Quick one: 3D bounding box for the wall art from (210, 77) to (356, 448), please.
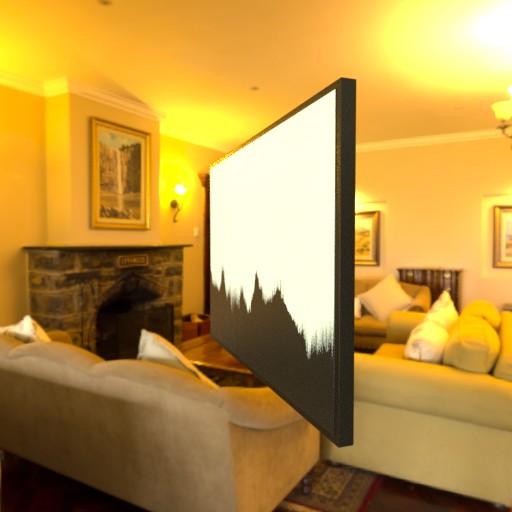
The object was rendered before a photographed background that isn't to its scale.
[{"bbox_3d":[0.000,0.000,0.845,0.022,0.446,0.659,-1,2,-19],"label":"wall art"}]
